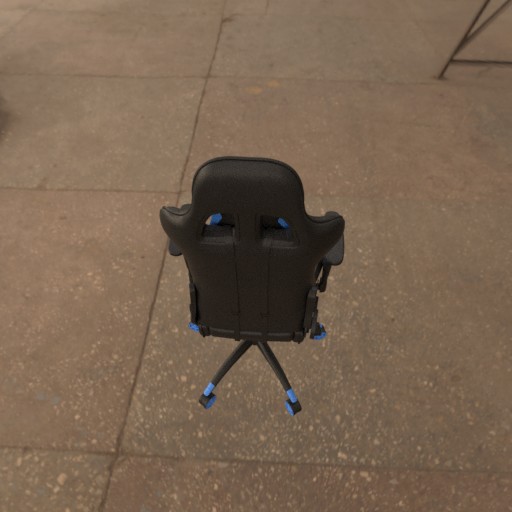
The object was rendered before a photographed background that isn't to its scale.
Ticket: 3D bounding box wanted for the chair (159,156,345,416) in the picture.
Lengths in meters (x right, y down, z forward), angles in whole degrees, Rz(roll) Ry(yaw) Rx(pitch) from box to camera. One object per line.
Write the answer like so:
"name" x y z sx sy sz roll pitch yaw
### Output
"chair" 0.000 0.000 1.748 0.695 1.282 0.730 3 47 3
